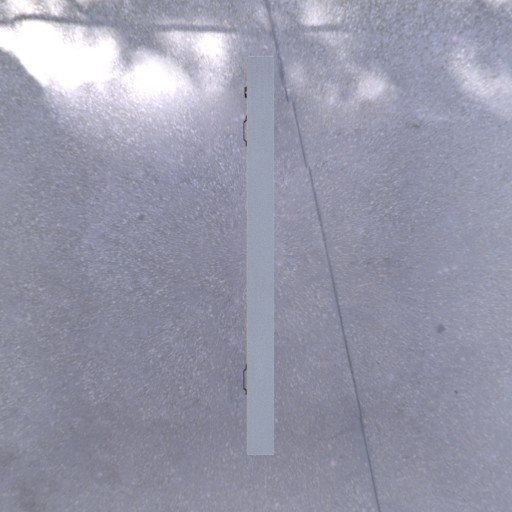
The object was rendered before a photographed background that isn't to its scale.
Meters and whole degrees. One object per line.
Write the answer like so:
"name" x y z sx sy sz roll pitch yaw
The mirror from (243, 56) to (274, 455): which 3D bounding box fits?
"mirror" 0.000 0.000 0.918 0.039 0.710 0.507 0 90 -1
